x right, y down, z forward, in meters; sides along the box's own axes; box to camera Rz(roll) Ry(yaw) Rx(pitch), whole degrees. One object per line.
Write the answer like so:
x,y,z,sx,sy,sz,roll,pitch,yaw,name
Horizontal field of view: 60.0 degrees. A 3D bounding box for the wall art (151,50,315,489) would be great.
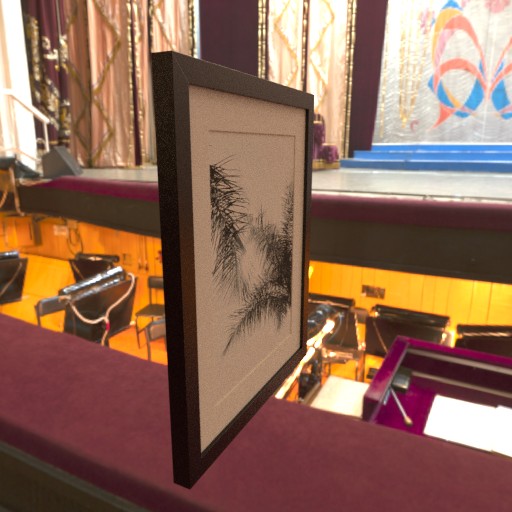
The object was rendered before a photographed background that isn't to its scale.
0.000,0.000,0.746,0.028,0.557,0.457,7,15,26,wall art
